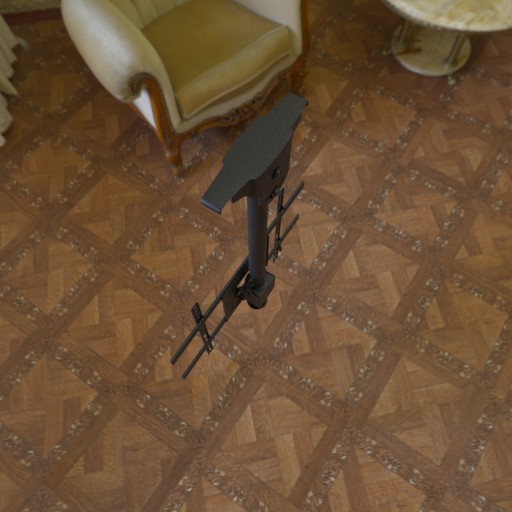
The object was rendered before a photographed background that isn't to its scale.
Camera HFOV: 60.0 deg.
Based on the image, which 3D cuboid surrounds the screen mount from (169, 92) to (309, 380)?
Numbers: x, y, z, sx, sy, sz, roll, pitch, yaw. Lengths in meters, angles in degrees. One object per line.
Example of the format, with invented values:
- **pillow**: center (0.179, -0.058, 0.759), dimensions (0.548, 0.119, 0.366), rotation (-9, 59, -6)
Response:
- **screen mount**: center (0.000, 0.000, 1.033), dimensions (0.090, 0.775, 0.595), rotation (30, 68, 14)
